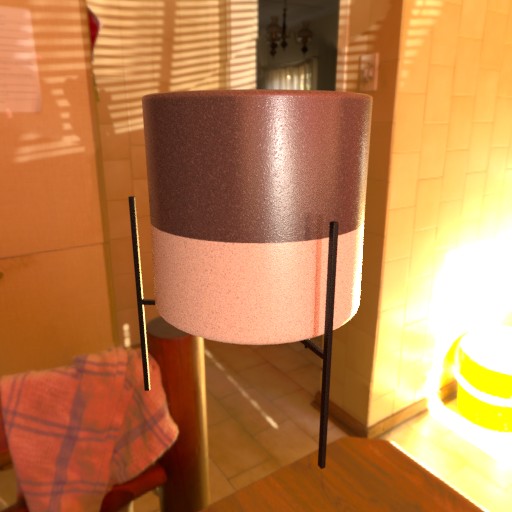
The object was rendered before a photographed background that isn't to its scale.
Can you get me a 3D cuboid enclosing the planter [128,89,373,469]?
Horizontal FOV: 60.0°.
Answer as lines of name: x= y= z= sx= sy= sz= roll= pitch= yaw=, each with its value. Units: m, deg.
planter: x=0.000 y=0.000 z=0.523 sx=0.250 sy=0.353 sz=0.260 roll=8 pitch=19 yaw=25
